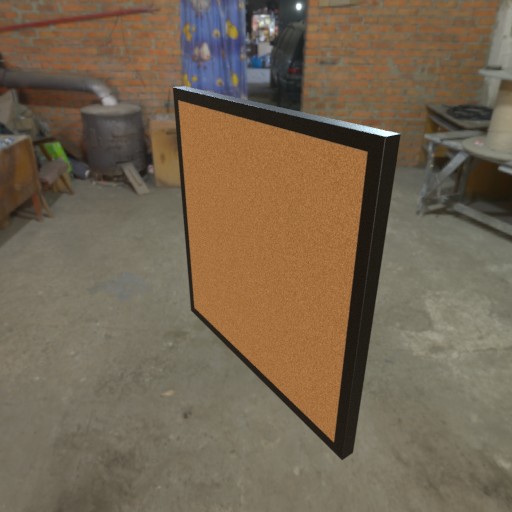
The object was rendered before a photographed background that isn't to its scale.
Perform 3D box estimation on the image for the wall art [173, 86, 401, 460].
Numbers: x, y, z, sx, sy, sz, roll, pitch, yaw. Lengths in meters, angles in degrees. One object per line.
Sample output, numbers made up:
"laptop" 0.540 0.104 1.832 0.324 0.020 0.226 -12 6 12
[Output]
"wall art" 0.000 0.000 1.167 0.038 0.765 0.765 -18 33 -31
